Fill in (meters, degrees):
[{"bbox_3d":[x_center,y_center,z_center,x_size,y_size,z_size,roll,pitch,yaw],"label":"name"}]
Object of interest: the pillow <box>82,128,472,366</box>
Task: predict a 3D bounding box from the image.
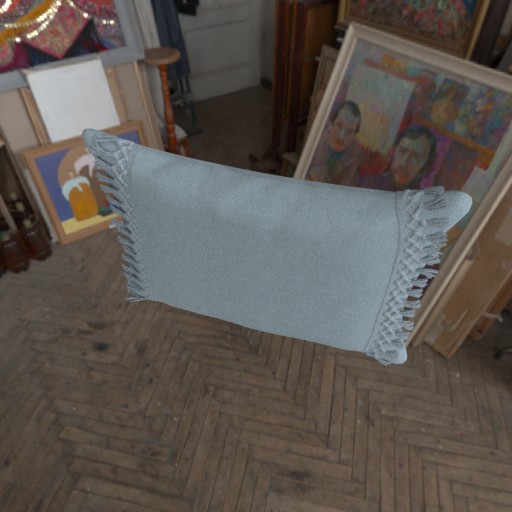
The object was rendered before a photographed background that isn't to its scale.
[{"bbox_3d":[0.000,0.000,0.603,0.466,0.305,0.084,13,44,14],"label":"pillow"}]
